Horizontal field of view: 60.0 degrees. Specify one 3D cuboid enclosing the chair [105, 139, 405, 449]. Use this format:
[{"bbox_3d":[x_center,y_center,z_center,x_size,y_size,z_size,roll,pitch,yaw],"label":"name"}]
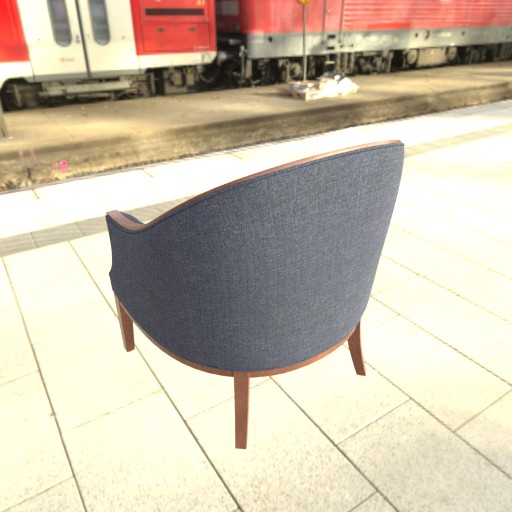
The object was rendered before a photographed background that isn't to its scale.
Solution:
[{"bbox_3d":[0.000,0.000,1.453,0.803,0.876,0.735,-19,34,-30],"label":"chair"}]
